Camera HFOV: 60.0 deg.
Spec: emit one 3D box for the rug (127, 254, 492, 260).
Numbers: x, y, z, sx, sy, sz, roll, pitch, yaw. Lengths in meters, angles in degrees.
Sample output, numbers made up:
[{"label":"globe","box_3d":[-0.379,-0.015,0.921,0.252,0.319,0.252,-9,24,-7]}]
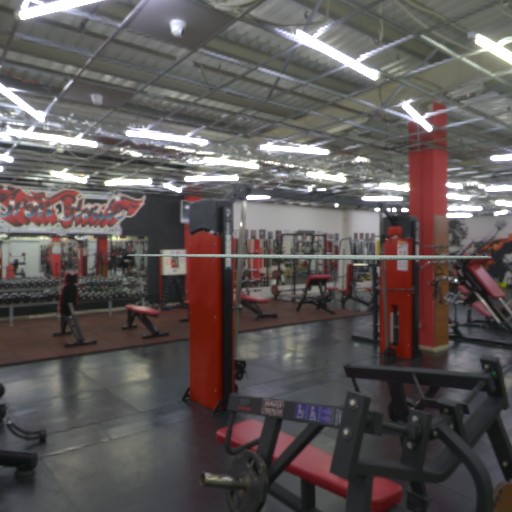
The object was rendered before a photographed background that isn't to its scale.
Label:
[{"label":"rug","box_3d":[0.000,0.000,2.403,0.662,0.011,2.196,0,1,-35]}]
